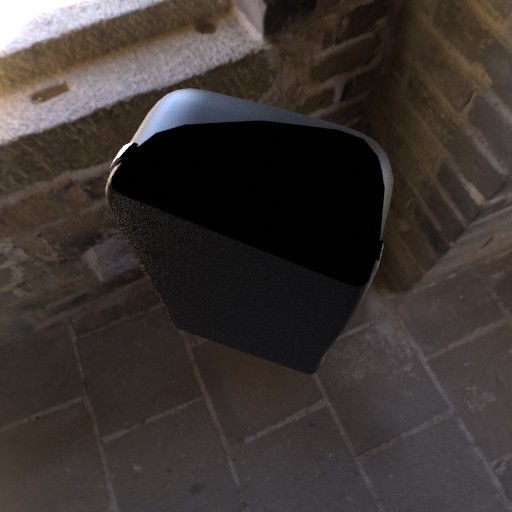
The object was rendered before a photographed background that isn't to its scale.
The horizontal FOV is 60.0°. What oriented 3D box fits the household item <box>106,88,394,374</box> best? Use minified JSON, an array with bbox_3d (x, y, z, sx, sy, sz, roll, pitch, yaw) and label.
[{"bbox_3d":[0.000,0.000,0.148,0.070,0.114,0.038,17,64,9],"label":"household item"}]
